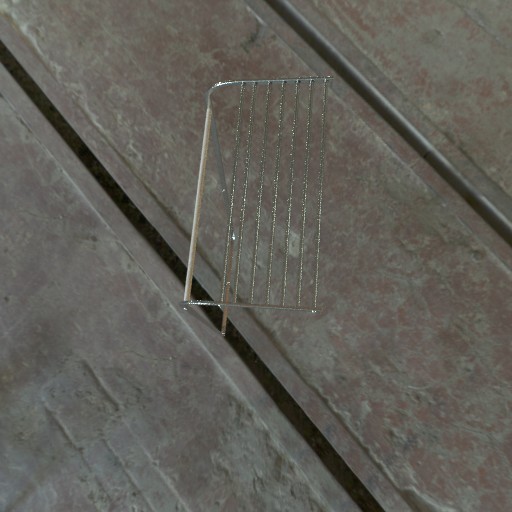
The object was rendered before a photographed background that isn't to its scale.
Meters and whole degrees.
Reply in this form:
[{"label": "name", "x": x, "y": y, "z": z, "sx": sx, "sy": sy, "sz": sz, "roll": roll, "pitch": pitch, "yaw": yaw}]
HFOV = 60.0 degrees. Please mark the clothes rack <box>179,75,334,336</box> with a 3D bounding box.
[{"label": "clothes rack", "x": 0.000, "y": 0.000, "z": 1.831, "sx": 0.349, "sy": 1.574, "sz": 0.609, "roll": 5, "pitch": 77, "yaw": 1}]
